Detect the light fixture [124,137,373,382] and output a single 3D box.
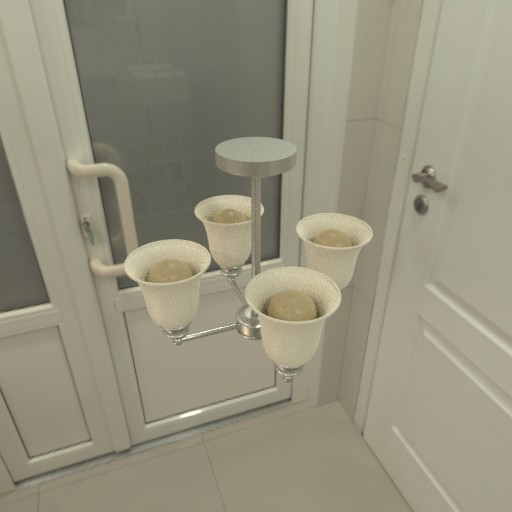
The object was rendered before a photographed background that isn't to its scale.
[{"bbox_3d":[0.000,0.000,0.749,0.427,0.370,0.427,-11,33,-17],"label":"light fixture"}]
